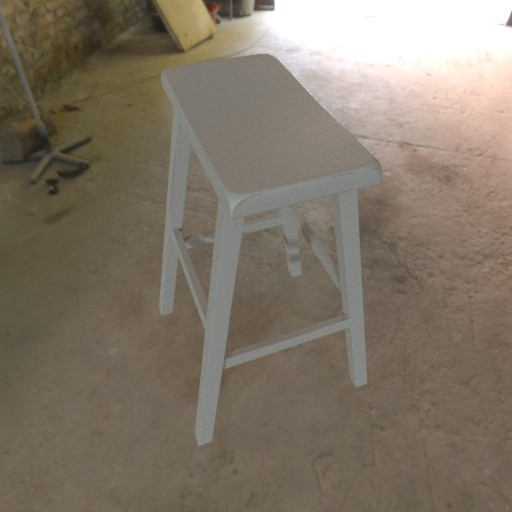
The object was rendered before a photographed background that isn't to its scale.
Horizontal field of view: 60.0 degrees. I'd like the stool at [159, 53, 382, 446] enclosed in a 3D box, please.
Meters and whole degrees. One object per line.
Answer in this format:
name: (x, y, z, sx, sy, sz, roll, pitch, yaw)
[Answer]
stool: (0.000, 0.000, 1.034, 0.476, 0.737, 0.457, -15, 48, -14)
